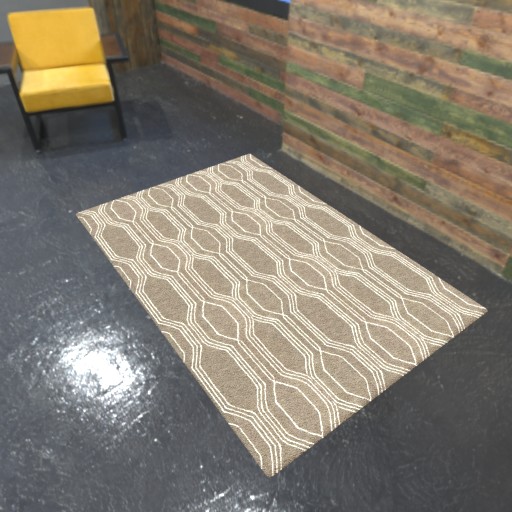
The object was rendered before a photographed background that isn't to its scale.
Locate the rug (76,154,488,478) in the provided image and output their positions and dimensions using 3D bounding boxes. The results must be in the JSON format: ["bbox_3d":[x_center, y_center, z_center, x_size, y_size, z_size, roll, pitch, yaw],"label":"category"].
[{"bbox_3d":[0.000,0.000,2.270,1.239,0.012,1.836,-25,47,-27],"label":"rug"}]
